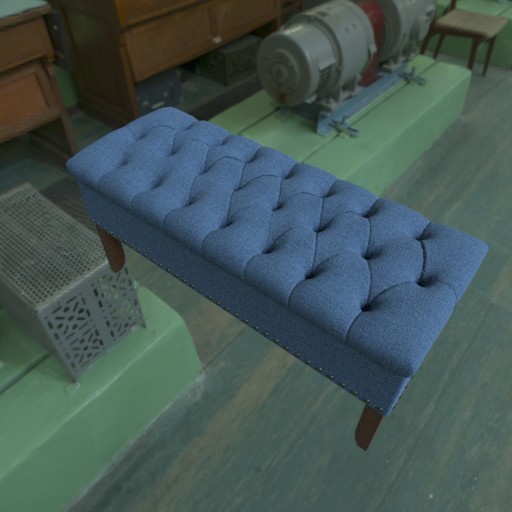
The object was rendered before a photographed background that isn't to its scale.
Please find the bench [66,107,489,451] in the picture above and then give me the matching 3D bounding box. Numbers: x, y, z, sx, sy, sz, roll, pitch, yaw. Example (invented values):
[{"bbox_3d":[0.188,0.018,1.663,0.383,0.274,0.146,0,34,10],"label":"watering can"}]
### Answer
[{"bbox_3d":[0.000,0.000,1.278,1.052,0.492,0.417,30,53,25],"label":"bench"}]
